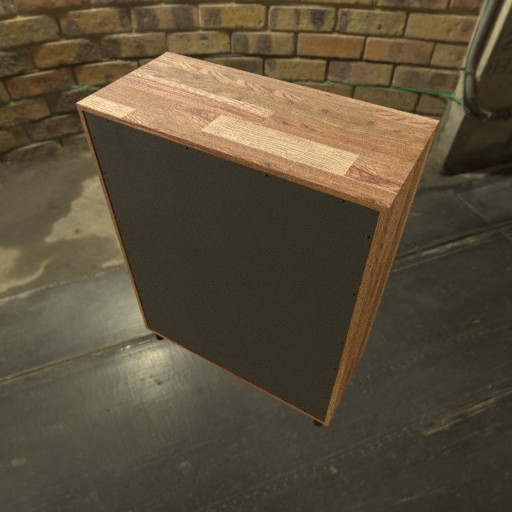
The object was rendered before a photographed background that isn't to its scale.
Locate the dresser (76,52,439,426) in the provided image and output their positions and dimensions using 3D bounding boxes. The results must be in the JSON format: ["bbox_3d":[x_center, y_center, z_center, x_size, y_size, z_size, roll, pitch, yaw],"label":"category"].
[{"bbox_3d":[0.000,0.000,1.744,0.966,1.243,0.480,23,50,20],"label":"dresser"}]
